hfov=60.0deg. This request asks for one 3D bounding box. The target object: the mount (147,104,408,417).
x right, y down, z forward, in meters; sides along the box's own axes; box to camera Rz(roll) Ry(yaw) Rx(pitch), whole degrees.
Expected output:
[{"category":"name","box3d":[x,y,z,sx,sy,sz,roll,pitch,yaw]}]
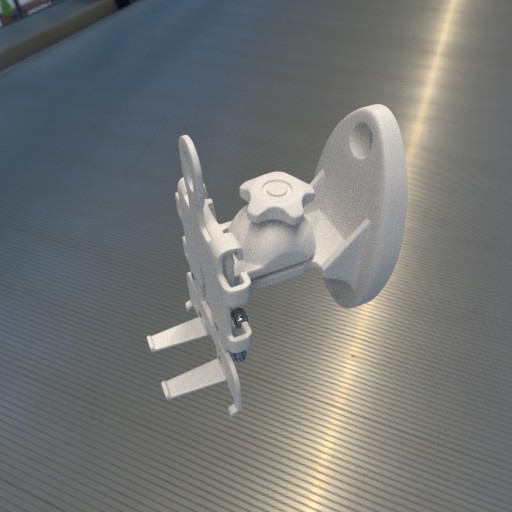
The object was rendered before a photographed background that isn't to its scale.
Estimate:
[{"category":"mount","box3d":[0.000,0.000,0.179,0.100,0.118,0.066,-18,48,-16]}]
